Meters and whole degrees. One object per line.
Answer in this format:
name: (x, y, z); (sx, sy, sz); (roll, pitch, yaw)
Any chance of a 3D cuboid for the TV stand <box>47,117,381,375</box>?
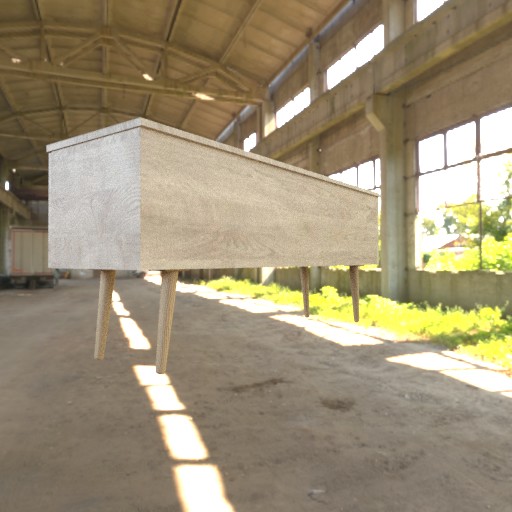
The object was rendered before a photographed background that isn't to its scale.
TV stand: (0.000, 0.000, 1.557); (0.401, 0.565, 1.313); (0, -1, 37)
